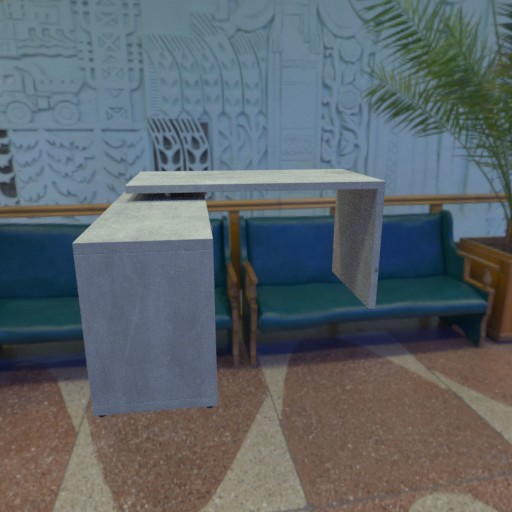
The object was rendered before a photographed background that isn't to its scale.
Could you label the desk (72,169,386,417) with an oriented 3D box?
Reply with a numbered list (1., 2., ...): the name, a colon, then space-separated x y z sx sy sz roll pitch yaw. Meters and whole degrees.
1. desk: 0.000 0.000 2.309 1.400 0.740 1.500 -2 16 -8
